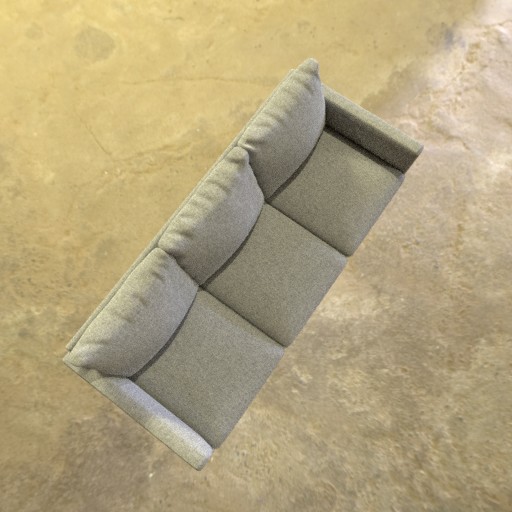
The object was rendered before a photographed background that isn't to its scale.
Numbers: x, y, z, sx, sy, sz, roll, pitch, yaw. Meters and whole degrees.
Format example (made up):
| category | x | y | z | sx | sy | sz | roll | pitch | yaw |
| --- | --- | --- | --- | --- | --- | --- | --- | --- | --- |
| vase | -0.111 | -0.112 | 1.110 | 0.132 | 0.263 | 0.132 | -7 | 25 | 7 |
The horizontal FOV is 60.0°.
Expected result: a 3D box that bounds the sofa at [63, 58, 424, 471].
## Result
| category | x | y | z | sx | sy | sz | roll | pitch | yaw |
| --- | --- | --- | --- | --- | --- | --- | --- | --- | --- |
| sofa | 0.000 | 0.000 | 2.395 | 0.850 | 0.830 | 2.000 | 35 | 78 | 8 |
